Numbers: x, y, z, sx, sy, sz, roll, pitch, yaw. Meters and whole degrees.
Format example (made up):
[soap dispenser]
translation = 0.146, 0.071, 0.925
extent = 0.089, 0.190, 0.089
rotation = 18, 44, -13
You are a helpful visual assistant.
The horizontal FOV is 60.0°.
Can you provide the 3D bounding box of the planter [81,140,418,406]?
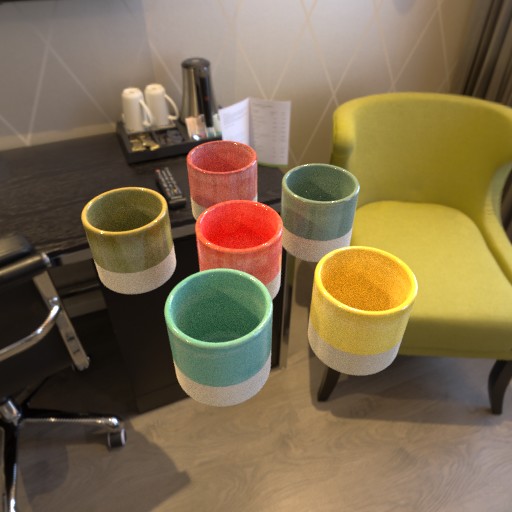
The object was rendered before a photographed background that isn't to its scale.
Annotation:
[planter]
translation = 0.000, 0.000, 0.404
extent = 0.286, 0.075, 0.257
rotation = 26, 47, 27
